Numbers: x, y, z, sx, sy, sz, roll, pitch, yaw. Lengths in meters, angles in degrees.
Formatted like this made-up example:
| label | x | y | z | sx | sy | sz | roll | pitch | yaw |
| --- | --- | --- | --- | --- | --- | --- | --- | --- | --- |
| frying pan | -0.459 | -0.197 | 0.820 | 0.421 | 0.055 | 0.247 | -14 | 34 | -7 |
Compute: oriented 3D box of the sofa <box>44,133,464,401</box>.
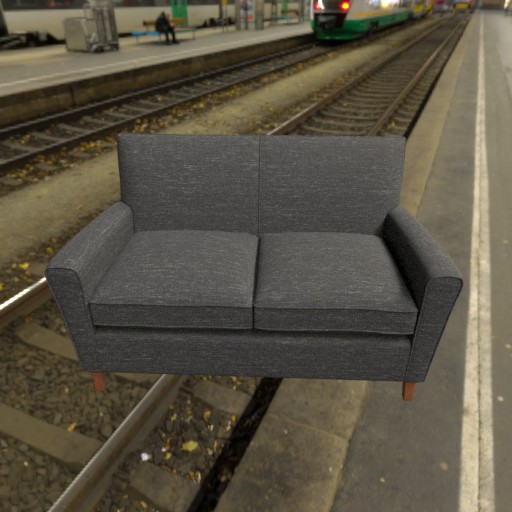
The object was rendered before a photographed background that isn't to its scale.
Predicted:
| label | x | y | z | sx | sy | sz | roll | pitch | yaw |
| --- | --- | --- | --- | --- | --- | --- | --- | --- | --- |
| sofa | 0.000 | 0.000 | 1.934 | 1.420 | 0.846 | 0.875 | 1 | 30 | 2 |
